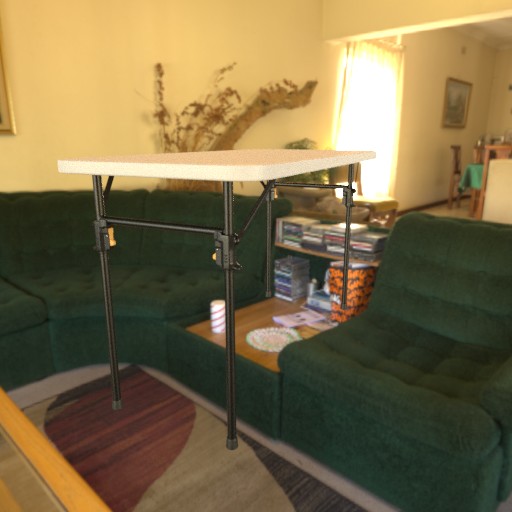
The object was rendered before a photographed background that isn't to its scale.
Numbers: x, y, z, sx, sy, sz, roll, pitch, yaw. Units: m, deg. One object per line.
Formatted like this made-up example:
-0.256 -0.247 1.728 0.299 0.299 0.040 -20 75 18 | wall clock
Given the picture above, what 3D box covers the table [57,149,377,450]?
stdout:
0.000 0.000 1.621 0.610 0.729 1.219 7 17 25 | table
